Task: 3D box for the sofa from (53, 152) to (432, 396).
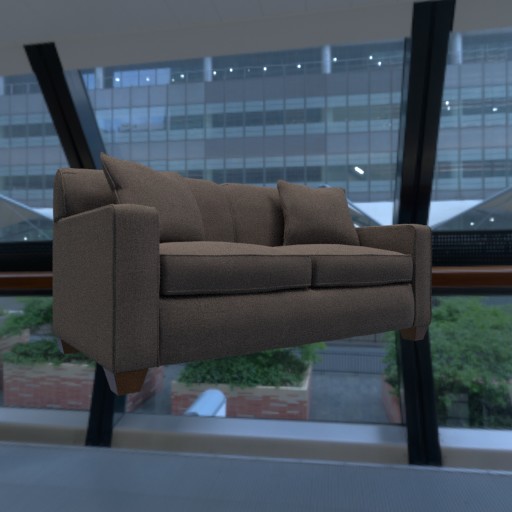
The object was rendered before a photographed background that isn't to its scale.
[{"bbox_3d":[0.000,0.000,2.379,1.846,0.958,1.000,0,0,-36],"label":"sofa"}]
